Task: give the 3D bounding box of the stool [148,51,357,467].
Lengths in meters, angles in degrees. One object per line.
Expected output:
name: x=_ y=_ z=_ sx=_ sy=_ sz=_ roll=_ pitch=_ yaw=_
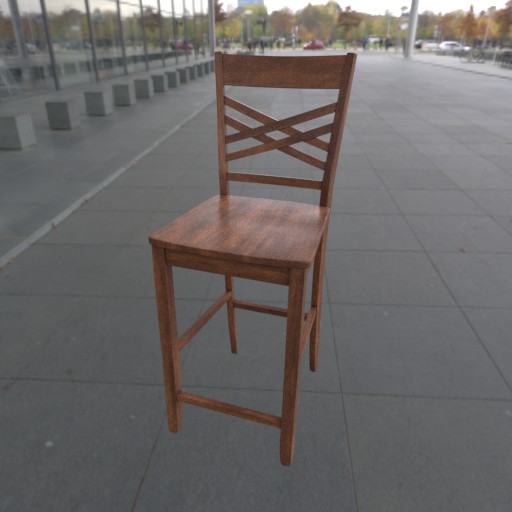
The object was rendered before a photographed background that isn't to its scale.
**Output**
stool: x=0.000 y=0.000 z=1.324 sx=0.426 sy=1.098 sz=0.504 roll=9 pitch=27 yaw=17
